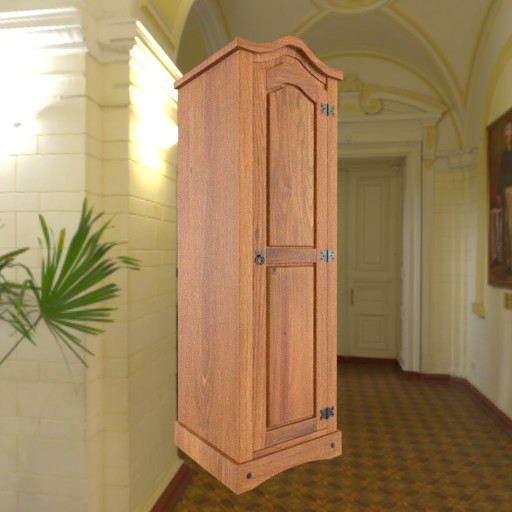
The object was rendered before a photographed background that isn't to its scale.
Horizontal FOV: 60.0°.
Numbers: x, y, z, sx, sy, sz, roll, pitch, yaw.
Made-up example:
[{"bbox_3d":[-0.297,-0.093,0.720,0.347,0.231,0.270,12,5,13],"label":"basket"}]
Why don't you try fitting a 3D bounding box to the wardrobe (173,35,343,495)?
[{"bbox_3d":[0.000,0.000,2.130,0.590,1.870,0.570,-1,1,-36],"label":"wardrobe"}]
